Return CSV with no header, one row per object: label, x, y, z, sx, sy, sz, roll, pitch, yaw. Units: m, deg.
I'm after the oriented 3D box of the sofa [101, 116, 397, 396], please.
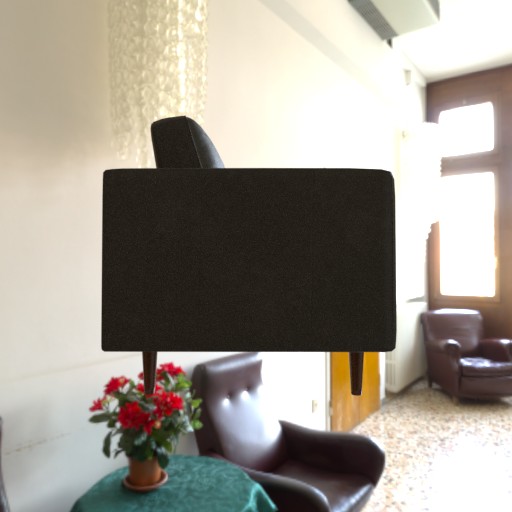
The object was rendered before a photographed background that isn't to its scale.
sofa,0.000,0.000,1.987,0.879,0.899,1.430,0,-1,1
